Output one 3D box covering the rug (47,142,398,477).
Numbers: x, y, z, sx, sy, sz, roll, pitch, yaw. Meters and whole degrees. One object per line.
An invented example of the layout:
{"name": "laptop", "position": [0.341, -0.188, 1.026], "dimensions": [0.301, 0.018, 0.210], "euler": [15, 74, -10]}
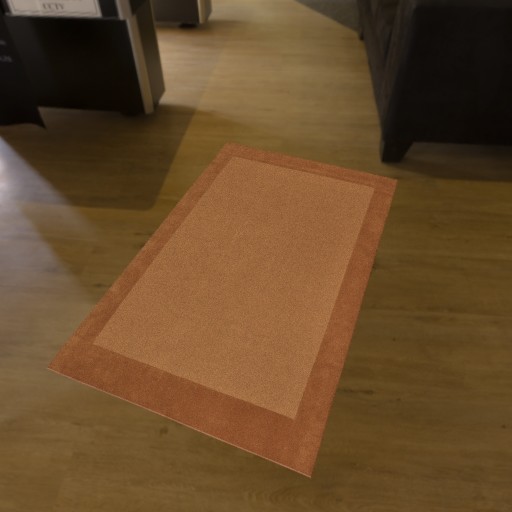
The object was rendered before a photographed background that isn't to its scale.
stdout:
{"name": "rug", "position": [0.000, 0.000, 3.028], "dimensions": [1.524, 0.014, 2.438], "euler": [16, 49, 15]}
